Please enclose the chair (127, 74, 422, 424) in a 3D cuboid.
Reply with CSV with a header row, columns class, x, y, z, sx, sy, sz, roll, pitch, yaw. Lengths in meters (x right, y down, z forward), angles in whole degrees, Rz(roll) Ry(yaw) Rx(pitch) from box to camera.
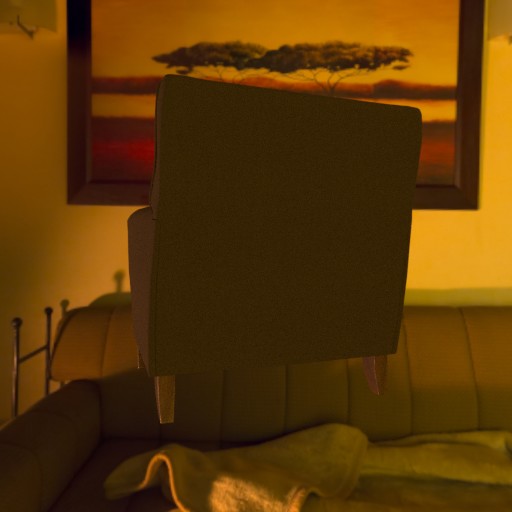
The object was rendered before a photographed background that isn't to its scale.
class,x,y,z,sx,sy,sz,roll,pitch,yaw
chair,0.000,0.000,1.586,0.836,0.911,0.831,0,1,-20
